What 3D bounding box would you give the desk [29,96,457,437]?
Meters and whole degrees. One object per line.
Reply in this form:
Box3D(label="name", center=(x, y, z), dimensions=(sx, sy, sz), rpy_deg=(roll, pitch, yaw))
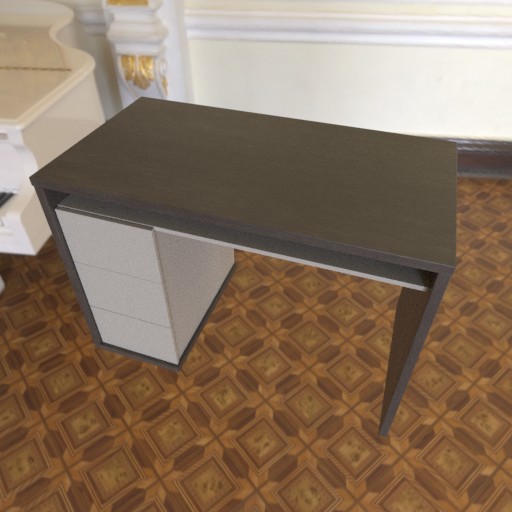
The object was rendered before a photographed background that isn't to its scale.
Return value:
Box3D(label="desk", center=(0.000, 0.000, 1.528), dimensions=(1.100, 0.750, 0.600), rpy_deg=(13, 43, 14))
